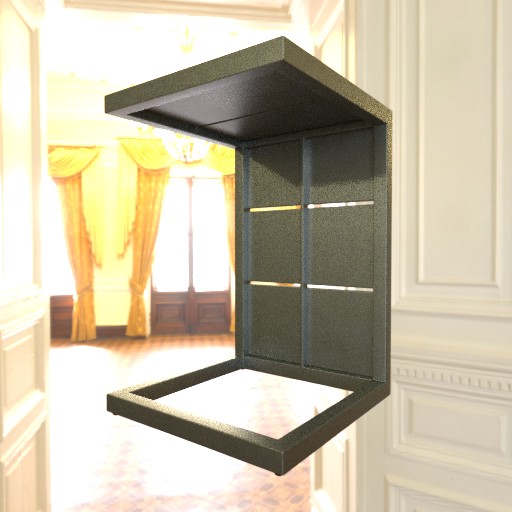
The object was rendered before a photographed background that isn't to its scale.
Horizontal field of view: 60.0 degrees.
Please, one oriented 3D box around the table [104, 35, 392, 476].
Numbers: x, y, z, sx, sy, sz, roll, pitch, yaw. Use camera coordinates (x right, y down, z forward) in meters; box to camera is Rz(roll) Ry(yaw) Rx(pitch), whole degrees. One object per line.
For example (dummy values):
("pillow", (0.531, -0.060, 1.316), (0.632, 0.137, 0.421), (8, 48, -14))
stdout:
("table", (0.000, 0.000, 0.892), (0.405, 0.609, 0.420), (1, 2, 37))
